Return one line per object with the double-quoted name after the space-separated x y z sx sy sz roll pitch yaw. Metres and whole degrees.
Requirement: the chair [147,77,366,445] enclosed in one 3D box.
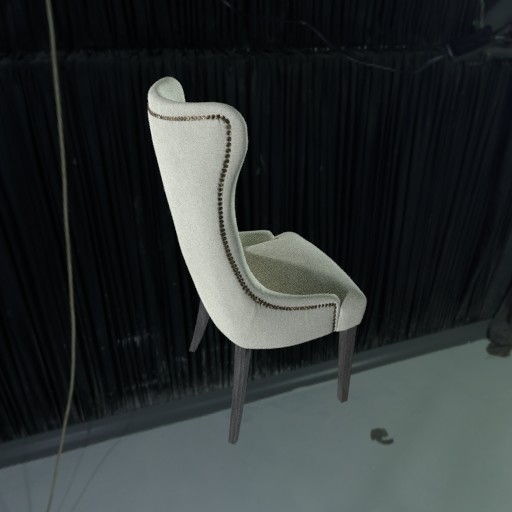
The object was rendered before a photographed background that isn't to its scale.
0.000 0.000 1.460 0.590 1.065 0.584 -11 30 -20 "chair"
